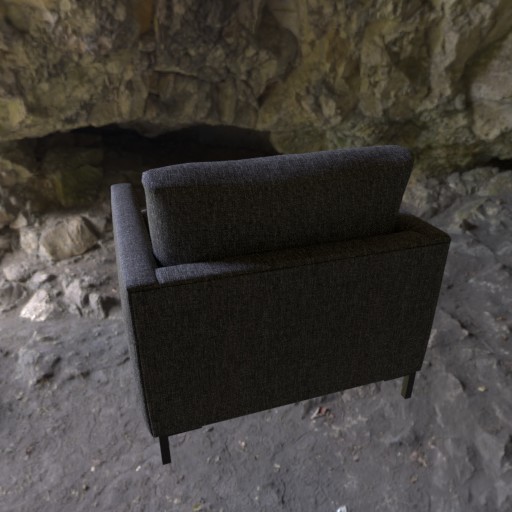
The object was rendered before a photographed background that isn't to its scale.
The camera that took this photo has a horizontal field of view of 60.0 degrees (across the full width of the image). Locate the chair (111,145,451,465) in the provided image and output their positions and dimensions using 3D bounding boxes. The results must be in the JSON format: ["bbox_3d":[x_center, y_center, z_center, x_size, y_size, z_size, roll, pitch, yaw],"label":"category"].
[{"bbox_3d":[0.000,0.000,1.609,0.963,0.861,0.866,-8,28,-17],"label":"chair"}]
